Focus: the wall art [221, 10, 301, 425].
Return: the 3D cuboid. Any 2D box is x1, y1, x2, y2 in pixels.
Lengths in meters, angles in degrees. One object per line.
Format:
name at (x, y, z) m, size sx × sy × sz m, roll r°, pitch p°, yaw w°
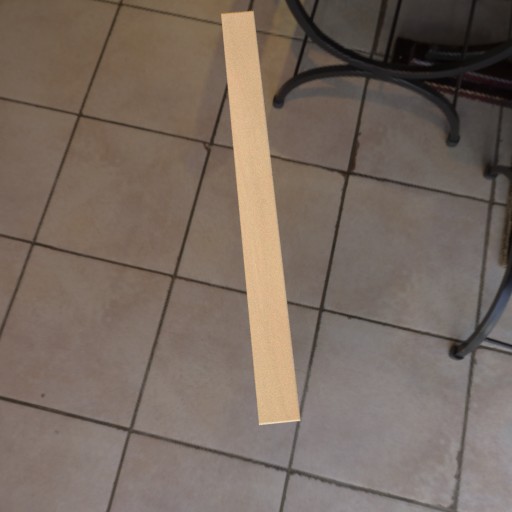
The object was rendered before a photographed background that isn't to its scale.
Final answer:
wall art at (0.000, 0.000, 0.689) m, size 0.037 × 0.511 × 0.435 m, roll -5°, pitch 76°, yaw -1°
